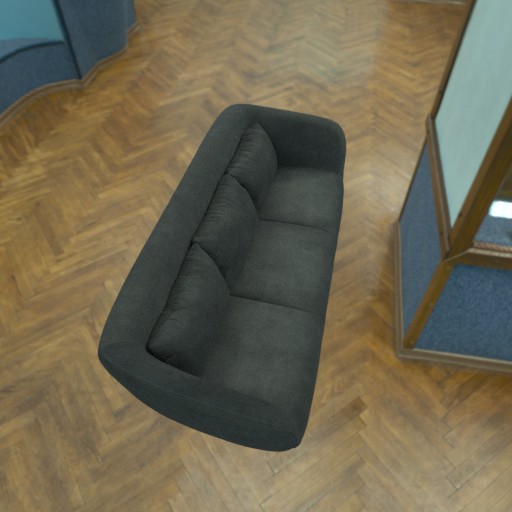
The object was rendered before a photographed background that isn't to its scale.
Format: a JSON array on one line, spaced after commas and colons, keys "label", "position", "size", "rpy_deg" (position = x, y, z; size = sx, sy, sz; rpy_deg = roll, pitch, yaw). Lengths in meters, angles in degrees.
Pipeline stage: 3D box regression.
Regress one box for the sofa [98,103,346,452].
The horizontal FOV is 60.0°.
[{"label": "sofa", "position": [0.000, 0.000, 2.714], "size": [0.956, 0.875, 2.296], "rpy_deg": [10, 48, 9]}]
